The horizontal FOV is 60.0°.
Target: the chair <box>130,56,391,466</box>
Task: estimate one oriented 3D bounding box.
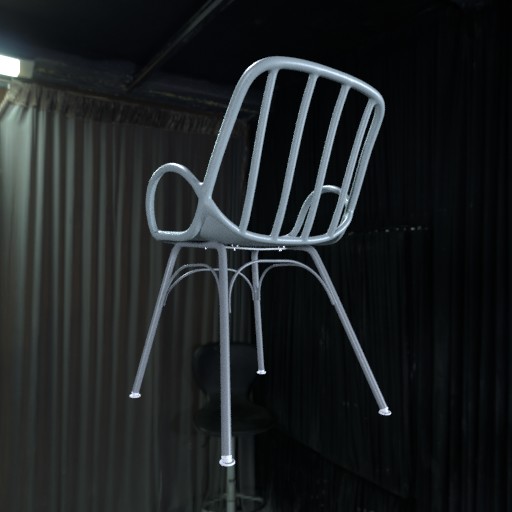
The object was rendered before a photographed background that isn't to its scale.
[{"bbox_3d":[0.000,0.000,1.202,0.549,0.816,0.597,1,-1,-36],"label":"chair"}]
